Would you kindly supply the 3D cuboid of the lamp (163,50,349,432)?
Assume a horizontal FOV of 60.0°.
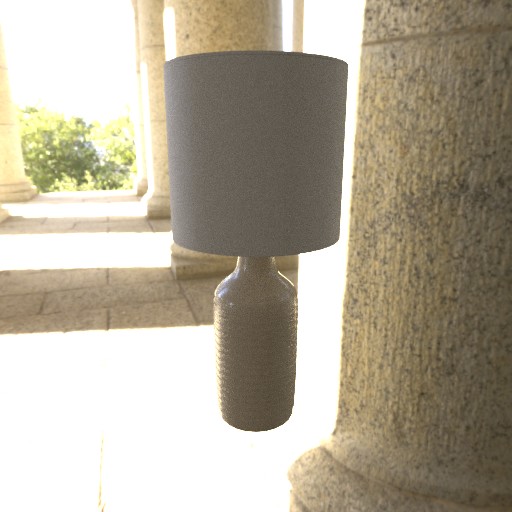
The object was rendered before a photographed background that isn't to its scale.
[{"bbox_3d":[0.000,0.000,0.600,0.220,0.475,0.220,14,21,41],"label":"lamp"}]
